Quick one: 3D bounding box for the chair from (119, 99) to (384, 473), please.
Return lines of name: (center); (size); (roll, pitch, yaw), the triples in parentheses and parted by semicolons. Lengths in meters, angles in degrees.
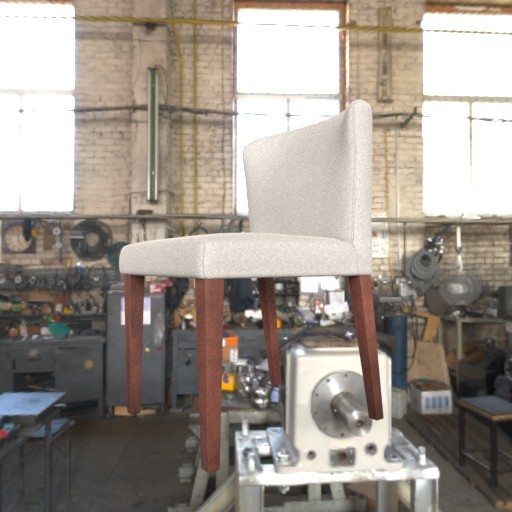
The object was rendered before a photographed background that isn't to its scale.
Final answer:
chair: (0.000, 0.000, 1.182); (0.592, 0.839, 0.491); (1, -1, -36)
